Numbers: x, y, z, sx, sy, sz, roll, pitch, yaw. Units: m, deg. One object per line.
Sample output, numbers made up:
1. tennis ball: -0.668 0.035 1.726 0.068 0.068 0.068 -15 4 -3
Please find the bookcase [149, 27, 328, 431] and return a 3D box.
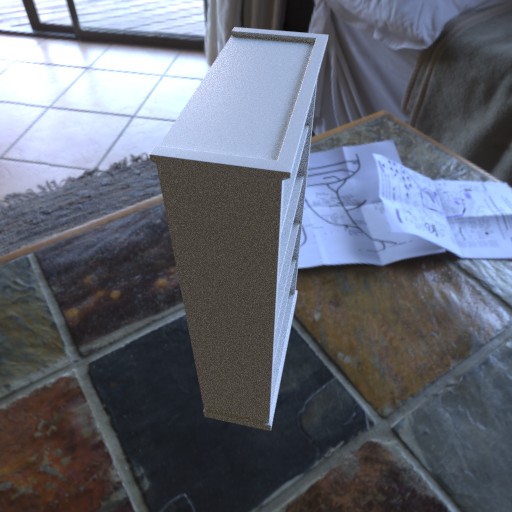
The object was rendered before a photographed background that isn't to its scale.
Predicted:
1. bookcase: 0.000 0.000 2.336 0.432 1.880 1.050 9 47 8
